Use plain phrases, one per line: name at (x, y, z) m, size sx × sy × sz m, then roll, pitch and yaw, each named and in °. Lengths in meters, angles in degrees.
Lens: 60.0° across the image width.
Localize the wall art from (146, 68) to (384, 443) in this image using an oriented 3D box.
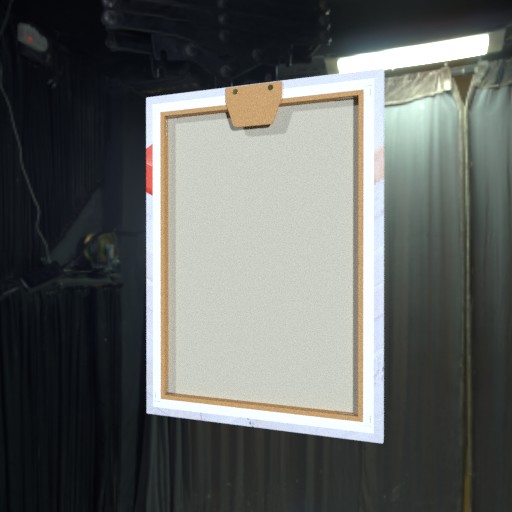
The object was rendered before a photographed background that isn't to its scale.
wall art at (0.000, 0.000, 1.105) m, size 0.613 × 0.848 × 0.036 m, roll 0°, pitch 0°, yaw 18°
